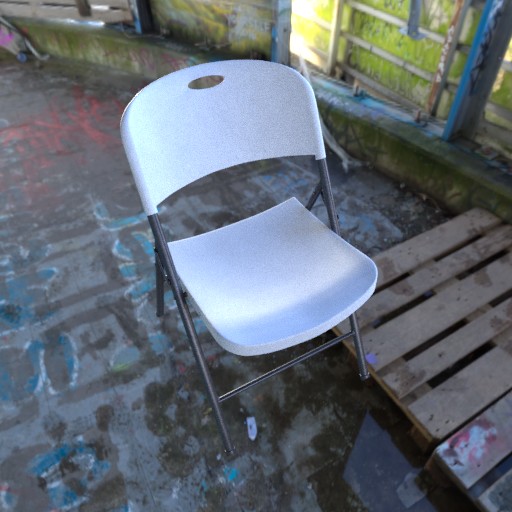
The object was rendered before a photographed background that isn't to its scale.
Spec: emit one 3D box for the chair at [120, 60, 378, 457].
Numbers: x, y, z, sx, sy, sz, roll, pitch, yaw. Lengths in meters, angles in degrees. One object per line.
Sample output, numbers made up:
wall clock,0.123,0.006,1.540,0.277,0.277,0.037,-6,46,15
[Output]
chair,0.000,0.000,1.167,0.494,0.810,0.566,-22,49,-20
